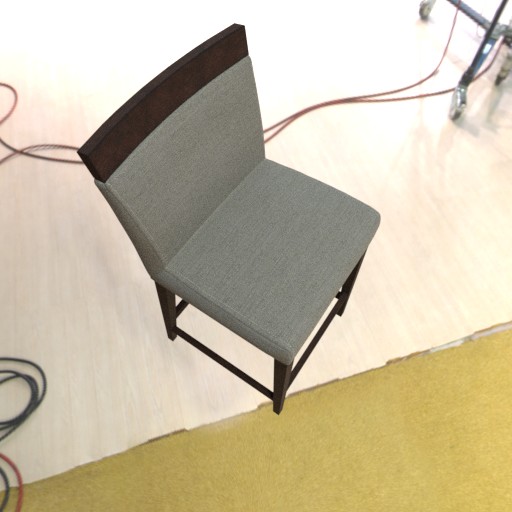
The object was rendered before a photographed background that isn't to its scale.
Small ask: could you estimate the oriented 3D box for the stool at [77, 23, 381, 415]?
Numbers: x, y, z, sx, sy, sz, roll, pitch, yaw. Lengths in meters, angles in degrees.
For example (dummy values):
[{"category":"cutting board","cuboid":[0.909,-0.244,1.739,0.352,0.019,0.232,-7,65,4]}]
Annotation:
[{"category":"stool","cuboid":[0.000,0.000,1.296,0.531,1.009,0.512,30,63,17]}]
